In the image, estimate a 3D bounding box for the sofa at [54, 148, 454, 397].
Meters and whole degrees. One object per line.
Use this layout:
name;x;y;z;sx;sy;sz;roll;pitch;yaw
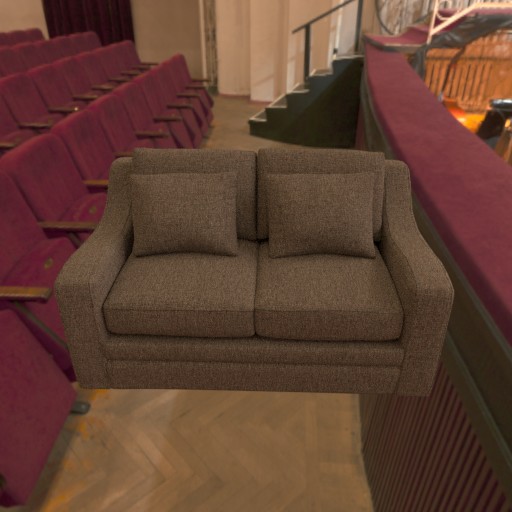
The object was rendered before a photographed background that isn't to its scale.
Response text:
sofa;0.000;0.000;2.388;1.778;0.991;1.120;1;30;2
